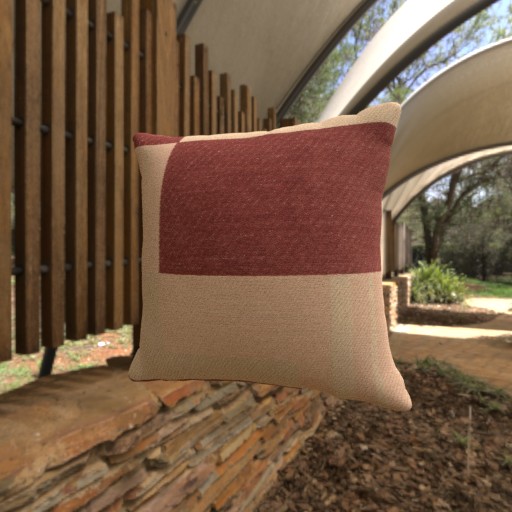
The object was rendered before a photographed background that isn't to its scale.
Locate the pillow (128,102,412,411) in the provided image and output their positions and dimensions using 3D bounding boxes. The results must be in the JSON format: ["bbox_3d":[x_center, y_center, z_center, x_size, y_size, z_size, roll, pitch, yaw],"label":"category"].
[{"bbox_3d":[0.000,0.000,0.806,0.536,0.506,0.229,0,1,19],"label":"pillow"}]
